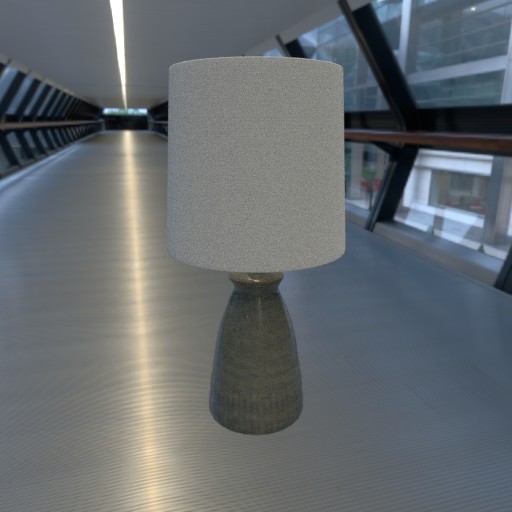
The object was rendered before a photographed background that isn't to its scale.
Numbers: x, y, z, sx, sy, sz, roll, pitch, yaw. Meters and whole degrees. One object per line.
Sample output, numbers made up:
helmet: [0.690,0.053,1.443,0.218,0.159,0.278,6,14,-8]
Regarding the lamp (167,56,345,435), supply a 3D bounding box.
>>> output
lamp: [0.000,0.000,0.474,0.186,0.369,0.186,0,16,0]
